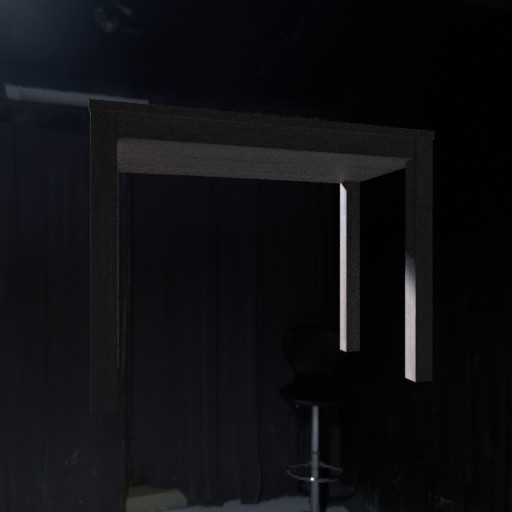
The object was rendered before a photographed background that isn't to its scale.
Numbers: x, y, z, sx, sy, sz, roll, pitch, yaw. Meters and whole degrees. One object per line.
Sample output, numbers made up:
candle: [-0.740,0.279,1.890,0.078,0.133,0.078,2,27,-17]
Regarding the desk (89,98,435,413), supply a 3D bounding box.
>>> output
desk: [0.000,0.000,1.449,0.991,0.762,0.495,0,0,-17]
